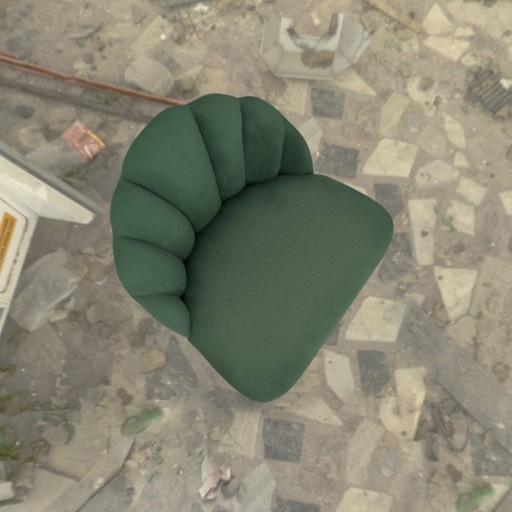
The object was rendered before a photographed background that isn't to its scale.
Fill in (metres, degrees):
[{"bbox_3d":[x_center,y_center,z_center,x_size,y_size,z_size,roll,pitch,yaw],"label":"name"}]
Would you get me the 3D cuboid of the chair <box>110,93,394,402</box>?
[{"bbox_3d":[0.000,0.000,1.286,0.599,0.819,0.657,36,78,9],"label":"chair"}]
